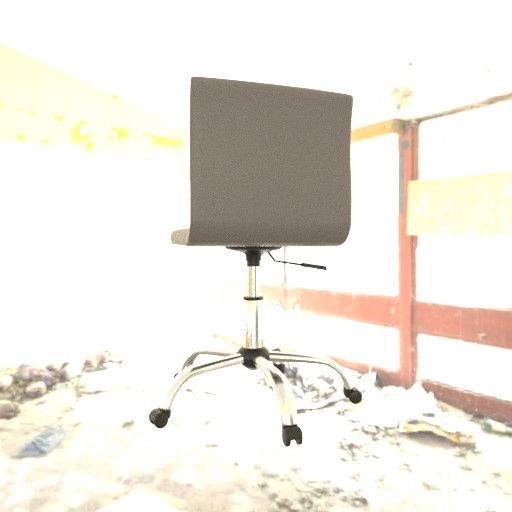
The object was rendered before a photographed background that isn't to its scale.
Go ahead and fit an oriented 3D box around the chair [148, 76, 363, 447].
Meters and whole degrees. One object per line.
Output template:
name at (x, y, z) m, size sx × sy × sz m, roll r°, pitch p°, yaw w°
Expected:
chair at (0.000, 0.000, 1.152) m, size 0.556 × 0.780 × 0.530 m, roll 0°, pitch 1°, yaw -18°
